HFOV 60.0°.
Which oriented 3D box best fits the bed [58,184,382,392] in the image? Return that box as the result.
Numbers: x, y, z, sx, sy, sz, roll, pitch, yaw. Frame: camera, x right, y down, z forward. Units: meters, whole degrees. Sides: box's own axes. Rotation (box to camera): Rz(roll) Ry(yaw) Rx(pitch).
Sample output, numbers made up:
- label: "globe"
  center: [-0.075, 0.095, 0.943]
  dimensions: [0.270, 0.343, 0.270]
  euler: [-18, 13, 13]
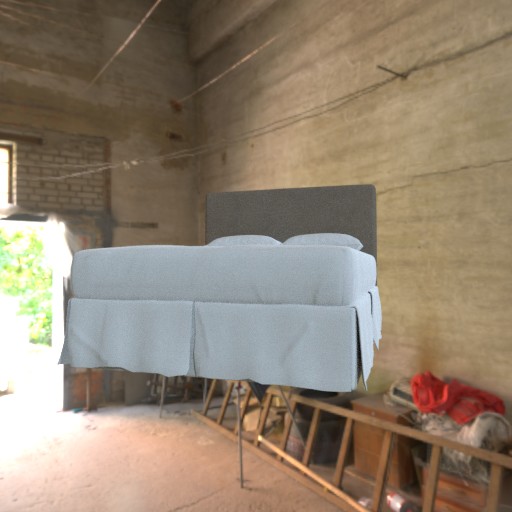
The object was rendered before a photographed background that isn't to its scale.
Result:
- label: "bed"
  center: [0.000, 0.000, 3.239]
  dimensions: [1.723, 1.330, 2.142]
  euler: [0, -1, 18]
